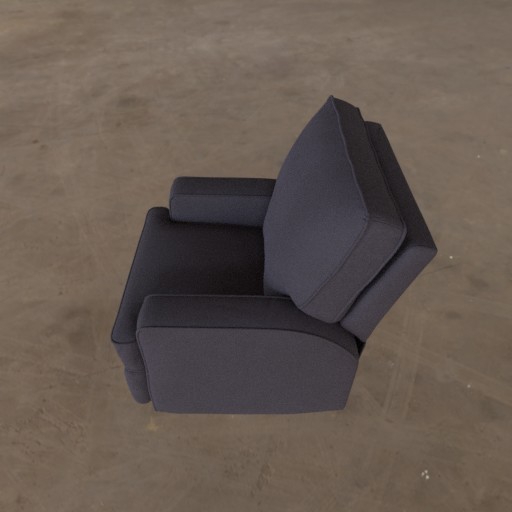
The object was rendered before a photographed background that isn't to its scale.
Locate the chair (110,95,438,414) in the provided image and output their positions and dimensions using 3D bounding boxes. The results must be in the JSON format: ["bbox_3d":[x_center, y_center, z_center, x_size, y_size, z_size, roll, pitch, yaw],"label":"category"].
[{"bbox_3d":[0.000,0.000,1.676,0.964,0.962,0.861,0,43,0],"label":"chair"}]
